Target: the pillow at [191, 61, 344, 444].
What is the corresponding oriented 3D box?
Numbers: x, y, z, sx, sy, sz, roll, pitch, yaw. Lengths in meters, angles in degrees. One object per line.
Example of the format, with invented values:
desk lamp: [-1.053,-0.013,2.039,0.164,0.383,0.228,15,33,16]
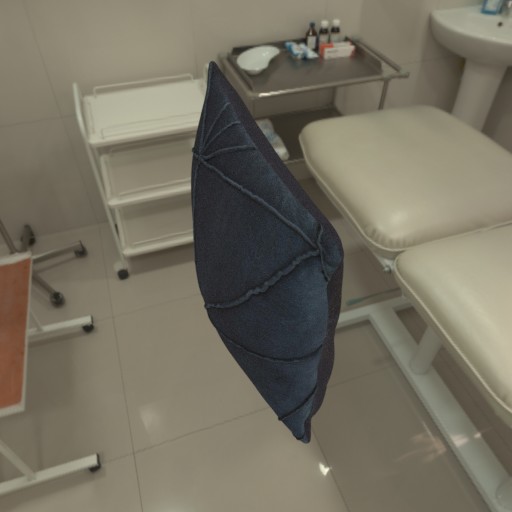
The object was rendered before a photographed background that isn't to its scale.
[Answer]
pillow: [0.000,0.000,0.684,0.183,0.440,0.439,-14,47,-14]
